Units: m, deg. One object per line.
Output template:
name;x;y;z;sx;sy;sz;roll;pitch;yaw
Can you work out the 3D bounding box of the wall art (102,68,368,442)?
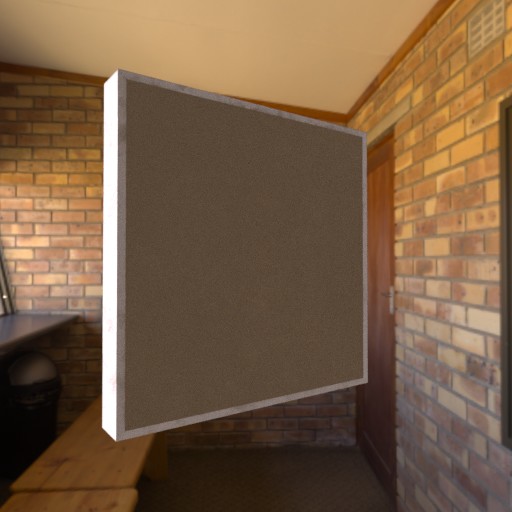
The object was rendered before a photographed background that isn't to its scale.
wall art;0.000;0.000;0.464;0.305;0.303;0.038;1;-1;-36
